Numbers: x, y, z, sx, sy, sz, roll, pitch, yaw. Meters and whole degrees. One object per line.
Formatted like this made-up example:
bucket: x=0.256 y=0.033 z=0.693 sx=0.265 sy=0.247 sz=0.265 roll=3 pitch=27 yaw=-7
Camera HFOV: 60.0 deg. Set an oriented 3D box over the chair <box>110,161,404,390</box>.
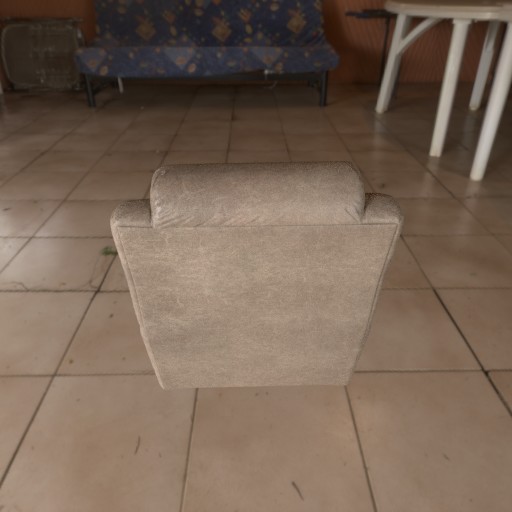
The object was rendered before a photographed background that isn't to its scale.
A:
chair: x=0.000 y=0.000 z=1.952 sx=0.967 sy=1.116 sz=1.068 roll=-1 pitch=31 yaw=-2
